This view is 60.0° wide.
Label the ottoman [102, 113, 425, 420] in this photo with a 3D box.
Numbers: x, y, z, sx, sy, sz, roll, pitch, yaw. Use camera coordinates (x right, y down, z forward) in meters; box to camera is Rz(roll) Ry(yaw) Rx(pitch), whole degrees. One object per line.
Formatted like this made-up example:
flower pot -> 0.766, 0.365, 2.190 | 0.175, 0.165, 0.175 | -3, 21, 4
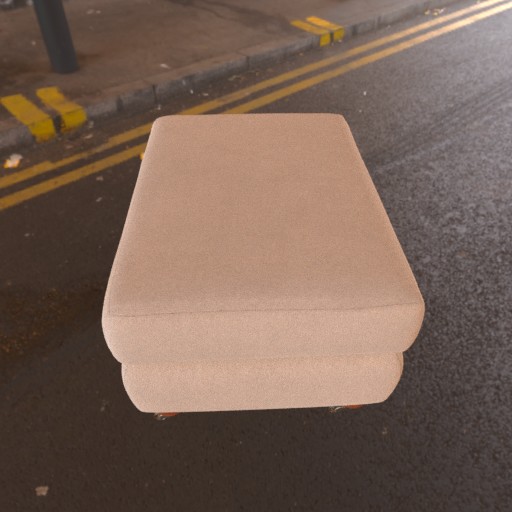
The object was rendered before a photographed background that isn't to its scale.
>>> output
ottoman -> 0.000, 0.000, 1.139 | 0.569, 0.499, 0.773 | -2, 42, -2
